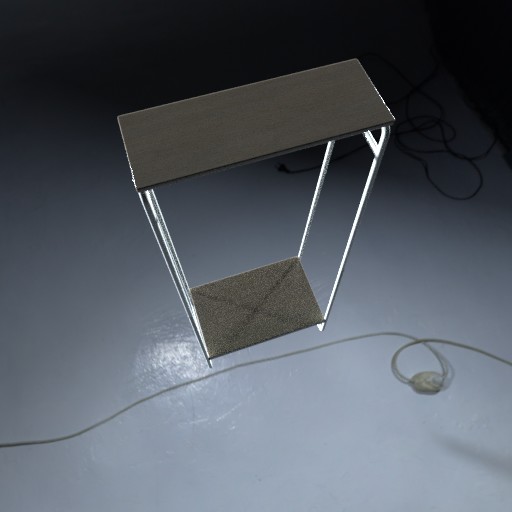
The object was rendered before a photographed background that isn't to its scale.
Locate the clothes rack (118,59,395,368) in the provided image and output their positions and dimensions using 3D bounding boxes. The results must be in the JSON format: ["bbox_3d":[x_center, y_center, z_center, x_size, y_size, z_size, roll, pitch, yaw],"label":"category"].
[{"bbox_3d":[0.000,0.000,1.756,0.640,1.512,0.400,-17,65,-8],"label":"clothes rack"}]
